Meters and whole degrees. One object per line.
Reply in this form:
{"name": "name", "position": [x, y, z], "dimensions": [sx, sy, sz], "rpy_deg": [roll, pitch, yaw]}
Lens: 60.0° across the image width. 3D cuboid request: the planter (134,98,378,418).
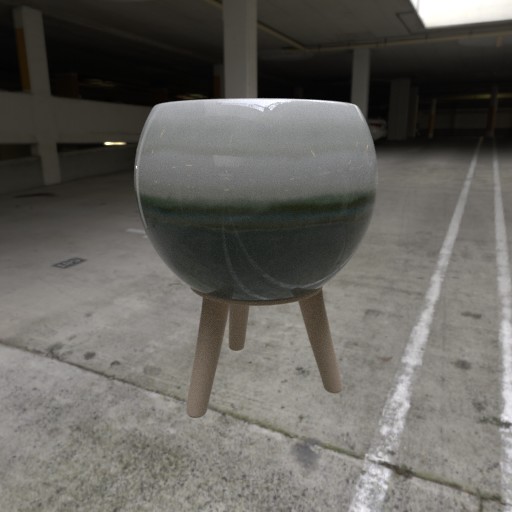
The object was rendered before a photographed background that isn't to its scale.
{"name": "planter", "position": [0.000, 0.000, 0.436], "dimensions": [0.222, 0.278, 0.222], "rpy_deg": [0, 15, 0]}
